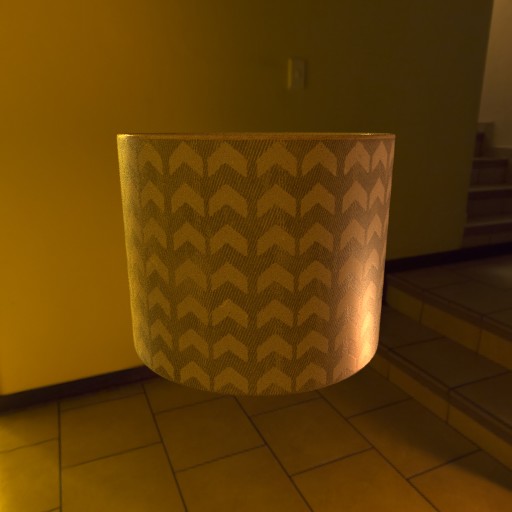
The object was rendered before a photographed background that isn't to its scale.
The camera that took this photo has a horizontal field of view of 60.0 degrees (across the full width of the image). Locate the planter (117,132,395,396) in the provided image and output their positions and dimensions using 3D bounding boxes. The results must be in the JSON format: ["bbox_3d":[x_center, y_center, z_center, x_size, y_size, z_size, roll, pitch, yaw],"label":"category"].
[{"bbox_3d":[0.000,0.000,0.448,0.250,0.239,0.250,0,16,0],"label":"planter"}]
